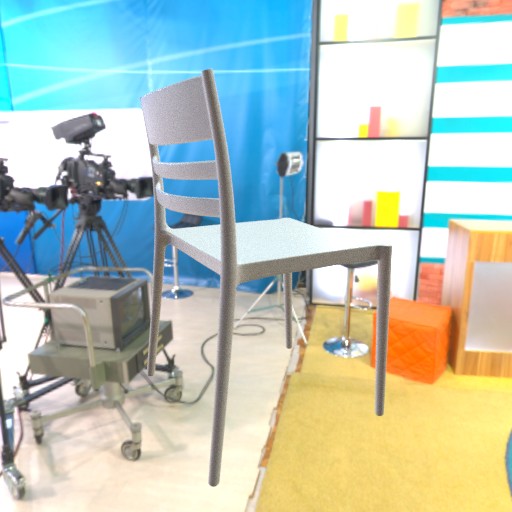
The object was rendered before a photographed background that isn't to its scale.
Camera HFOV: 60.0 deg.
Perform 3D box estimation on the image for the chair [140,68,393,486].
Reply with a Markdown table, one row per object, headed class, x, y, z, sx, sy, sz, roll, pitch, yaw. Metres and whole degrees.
| class | x | y | z | sx | sy | sz | roll | pitch | yaw |
| --- | --- | --- | --- | --- | --- | --- | --- | --- | --- |
| chair | 0.000 | 0.000 | 1.137 | 0.511 | 0.800 | 0.531 | -7 | 15 | -27 |
